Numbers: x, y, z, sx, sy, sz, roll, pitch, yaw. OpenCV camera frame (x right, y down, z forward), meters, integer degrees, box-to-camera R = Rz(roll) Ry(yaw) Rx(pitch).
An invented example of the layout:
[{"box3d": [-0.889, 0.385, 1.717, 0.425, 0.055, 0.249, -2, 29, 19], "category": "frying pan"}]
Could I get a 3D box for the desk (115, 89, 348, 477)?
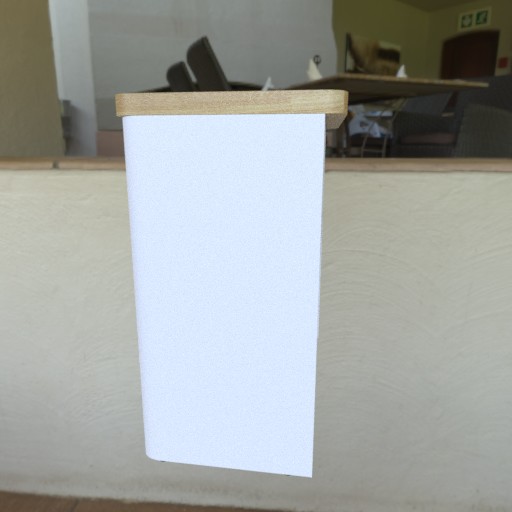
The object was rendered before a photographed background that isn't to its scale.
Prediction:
[{"box3d": [0.000, 0.000, 1.246, 0.440, 0.790, 0.760, 2, 14, 9], "category": "desk"}]
